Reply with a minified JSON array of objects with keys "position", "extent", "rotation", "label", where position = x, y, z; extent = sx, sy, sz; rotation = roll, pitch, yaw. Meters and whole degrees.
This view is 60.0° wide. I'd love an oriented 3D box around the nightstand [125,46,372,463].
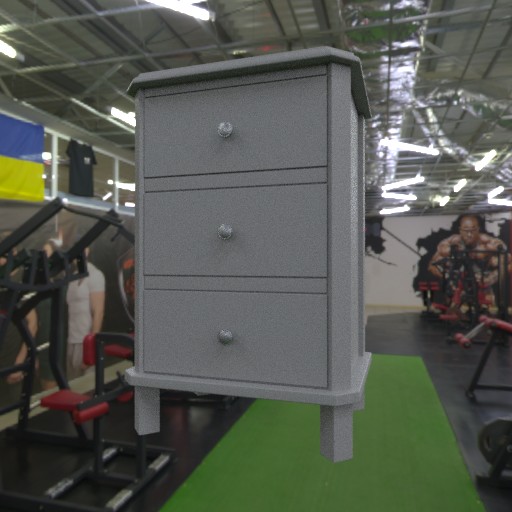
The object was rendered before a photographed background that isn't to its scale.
[{"position":[0.000,0.000,0.929],"extent":[0.450,0.680,0.350],"rotation":[0,0,18],"label":"nightstand"}]
